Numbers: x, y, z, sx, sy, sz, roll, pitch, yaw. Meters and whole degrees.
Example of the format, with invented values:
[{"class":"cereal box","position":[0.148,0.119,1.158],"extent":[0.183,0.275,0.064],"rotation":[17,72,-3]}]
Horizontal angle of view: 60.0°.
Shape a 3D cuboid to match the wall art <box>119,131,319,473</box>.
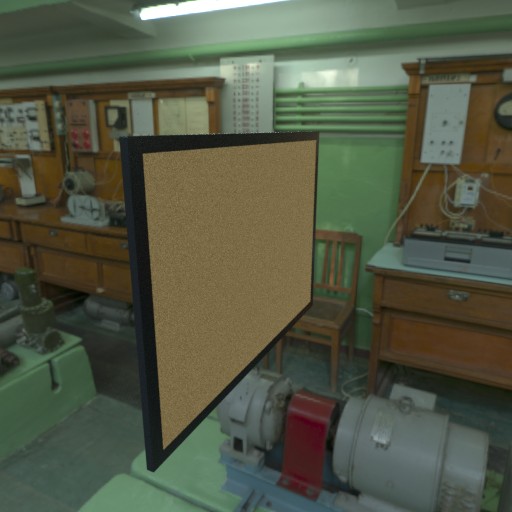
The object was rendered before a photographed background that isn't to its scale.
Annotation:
[{"class":"wall art","position":[0.000,0.000,1.031],"extent":[0.015,0.552,0.819],"rotation":[8,18,25]}]
